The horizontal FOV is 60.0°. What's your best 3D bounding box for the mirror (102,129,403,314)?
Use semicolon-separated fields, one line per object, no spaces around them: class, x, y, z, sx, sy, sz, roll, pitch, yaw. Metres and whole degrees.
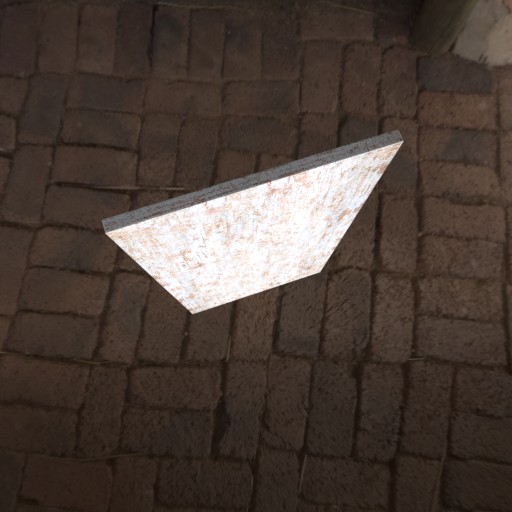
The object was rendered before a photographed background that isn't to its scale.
mirror;0.000;0.000;1.114;0.472;0.922;0.027;-18;76;-5
